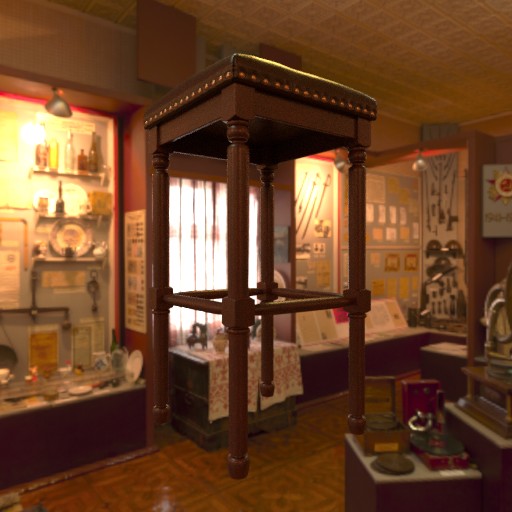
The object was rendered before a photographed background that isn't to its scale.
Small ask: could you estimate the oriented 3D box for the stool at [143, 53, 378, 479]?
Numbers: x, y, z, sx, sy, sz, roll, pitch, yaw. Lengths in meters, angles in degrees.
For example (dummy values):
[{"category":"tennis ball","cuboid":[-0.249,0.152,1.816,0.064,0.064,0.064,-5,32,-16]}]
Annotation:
[{"category":"stool","cuboid":[0.000,0.000,0.997,0.382,0.768,0.383,0,0,-37]}]
